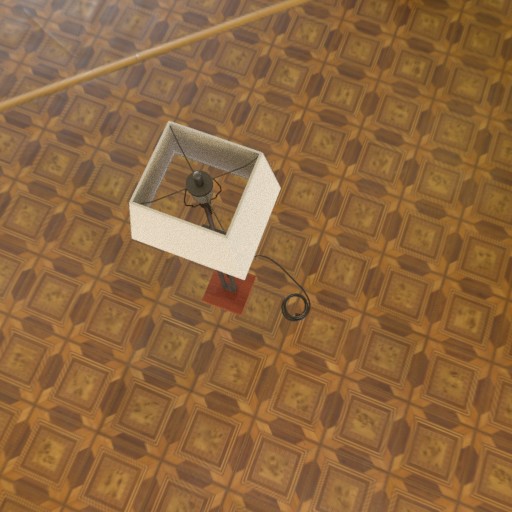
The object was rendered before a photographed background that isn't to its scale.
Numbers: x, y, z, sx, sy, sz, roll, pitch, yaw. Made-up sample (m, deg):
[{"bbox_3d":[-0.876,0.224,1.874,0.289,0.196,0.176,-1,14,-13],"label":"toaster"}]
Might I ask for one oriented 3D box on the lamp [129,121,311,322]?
[{"bbox_3d":[0.000,0.000,2.085,0.745,1.712,0.472,20,76,5],"label":"lamp"}]
